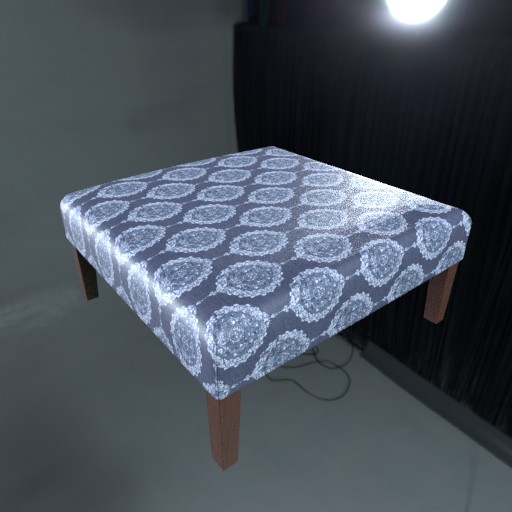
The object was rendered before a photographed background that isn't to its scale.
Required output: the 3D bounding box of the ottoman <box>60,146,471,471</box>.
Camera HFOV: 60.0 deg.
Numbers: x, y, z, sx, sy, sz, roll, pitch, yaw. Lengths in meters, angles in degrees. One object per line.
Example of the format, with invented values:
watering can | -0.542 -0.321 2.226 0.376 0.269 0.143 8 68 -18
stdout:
ottoman | 0.000 0.000 1.403 0.890 0.409 0.889 -21 36 -33
